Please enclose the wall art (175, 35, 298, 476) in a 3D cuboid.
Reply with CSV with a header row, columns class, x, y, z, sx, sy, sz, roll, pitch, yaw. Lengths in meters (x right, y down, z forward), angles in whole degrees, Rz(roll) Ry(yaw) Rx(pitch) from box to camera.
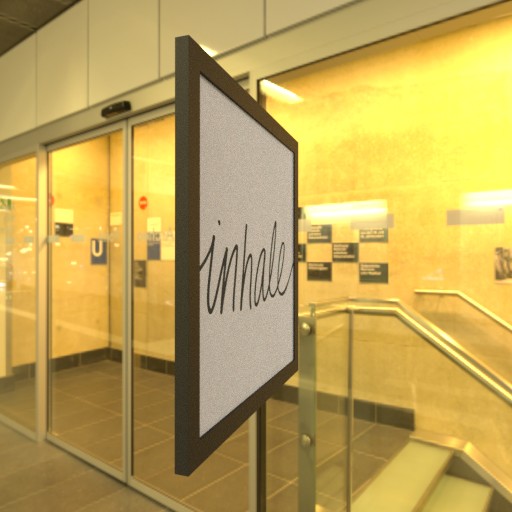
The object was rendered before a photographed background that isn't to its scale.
class,x,y,z,sx,sy,sz,roll,pitch,yaw
wall art,0.000,0.000,0.526,0.013,0.356,0.356,0,0,20
